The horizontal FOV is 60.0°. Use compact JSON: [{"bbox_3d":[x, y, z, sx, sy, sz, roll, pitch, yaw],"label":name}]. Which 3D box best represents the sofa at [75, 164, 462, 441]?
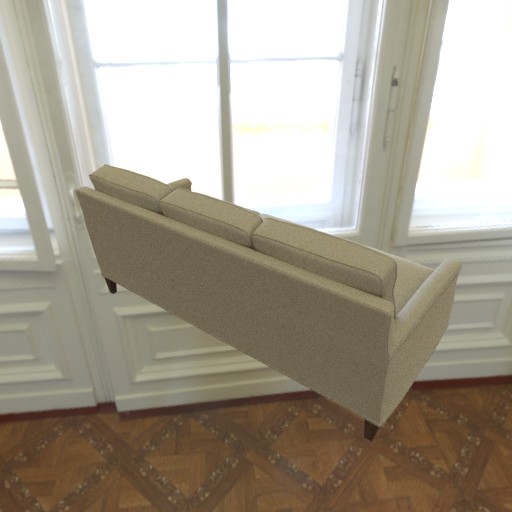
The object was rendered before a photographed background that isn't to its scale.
[{"bbox_3d":[0.000,0.000,2.832,2.246,1.003,1.084,21,36,32],"label":"sofa"}]
